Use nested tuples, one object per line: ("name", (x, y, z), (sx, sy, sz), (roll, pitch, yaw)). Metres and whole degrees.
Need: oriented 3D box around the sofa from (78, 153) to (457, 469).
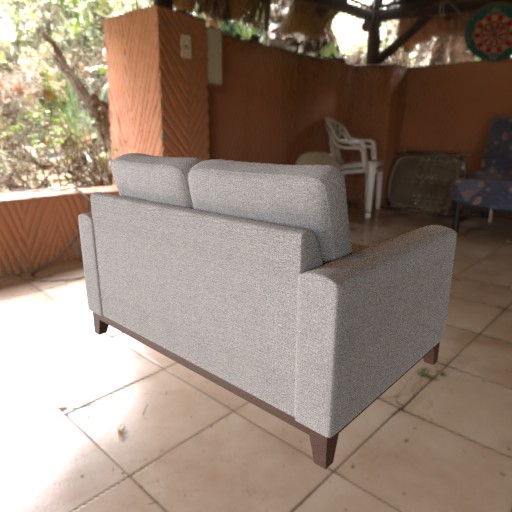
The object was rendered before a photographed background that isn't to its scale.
("sofa", (0.000, 0.000, 1.966), (1.420, 0.873, 0.917), (14, 21, 40))
